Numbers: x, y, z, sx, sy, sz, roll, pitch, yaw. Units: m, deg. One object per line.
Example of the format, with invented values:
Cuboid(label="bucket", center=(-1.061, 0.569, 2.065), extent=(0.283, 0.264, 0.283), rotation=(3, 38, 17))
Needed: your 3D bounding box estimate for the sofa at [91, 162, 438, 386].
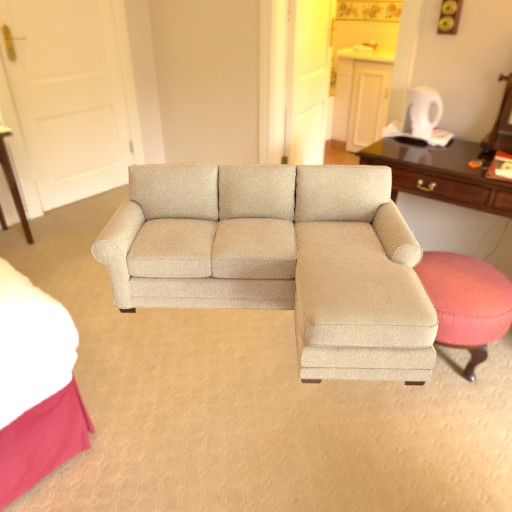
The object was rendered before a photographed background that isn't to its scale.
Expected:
Cuboid(label="sofa", center=(0.000, 0.000, 2.451), extent=(1.770, 0.734, 1.226), rotation=(1, 30, 1))
